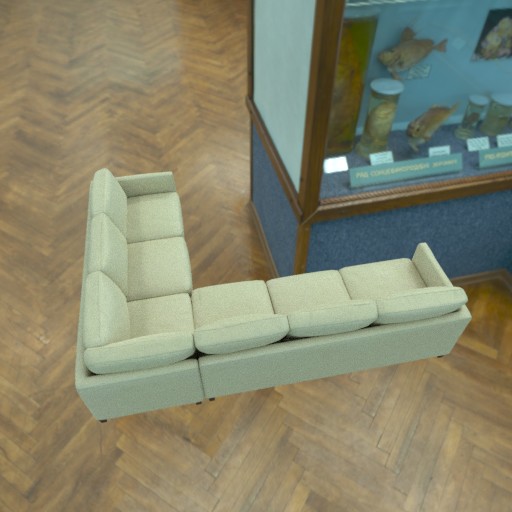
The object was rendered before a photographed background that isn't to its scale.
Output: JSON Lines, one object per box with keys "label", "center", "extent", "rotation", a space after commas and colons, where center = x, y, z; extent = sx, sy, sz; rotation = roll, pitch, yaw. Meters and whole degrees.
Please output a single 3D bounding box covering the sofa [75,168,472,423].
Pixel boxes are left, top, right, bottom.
{"label": "sofa", "center": [0.000, 0.000, 4.533], "extent": [3.302, 0.947, 2.593], "rotation": [-8, 48, -8]}
